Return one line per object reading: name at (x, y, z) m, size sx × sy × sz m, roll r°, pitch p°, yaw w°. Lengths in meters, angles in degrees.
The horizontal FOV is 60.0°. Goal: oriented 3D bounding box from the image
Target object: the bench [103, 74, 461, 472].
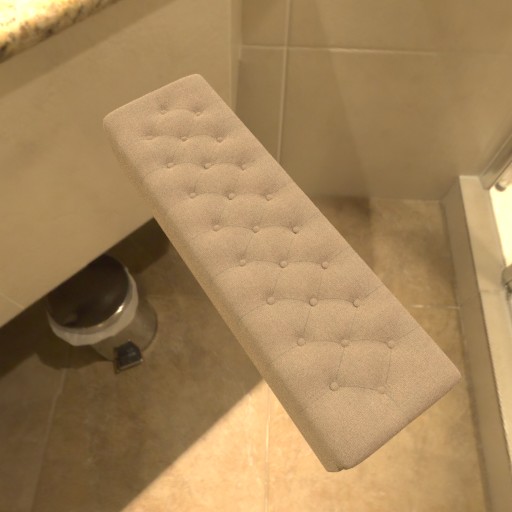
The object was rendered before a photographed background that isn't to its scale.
bench at (0.000, 0.000, 1.657) m, size 0.455 × 0.467 × 1.480 m, roll -32°, pitch 68°, yaw -14°
